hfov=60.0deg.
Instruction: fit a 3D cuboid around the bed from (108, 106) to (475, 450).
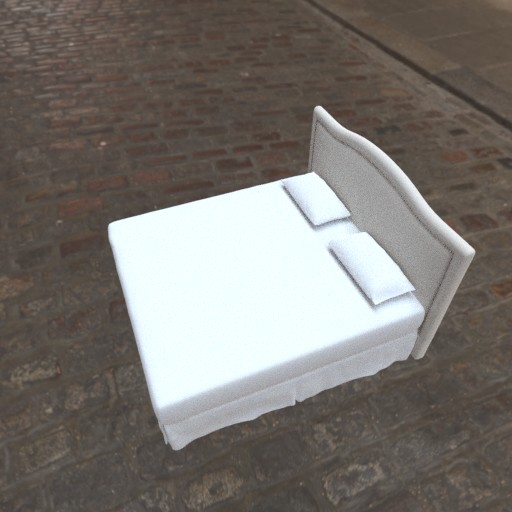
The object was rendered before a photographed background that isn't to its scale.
[{"bbox_3d":[0.000,0.000,3.603,2.182,1.421,2.083,-16,48,-15],"label":"bed"}]
